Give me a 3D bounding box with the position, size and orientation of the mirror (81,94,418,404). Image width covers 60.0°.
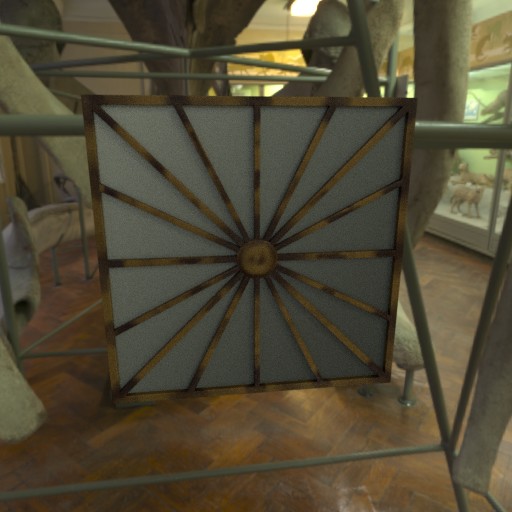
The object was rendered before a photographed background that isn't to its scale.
[{"bbox_3d":[0.000,0.000,0.749,0.509,0.507,0.042,-2,16,-7],"label":"mirror"}]
